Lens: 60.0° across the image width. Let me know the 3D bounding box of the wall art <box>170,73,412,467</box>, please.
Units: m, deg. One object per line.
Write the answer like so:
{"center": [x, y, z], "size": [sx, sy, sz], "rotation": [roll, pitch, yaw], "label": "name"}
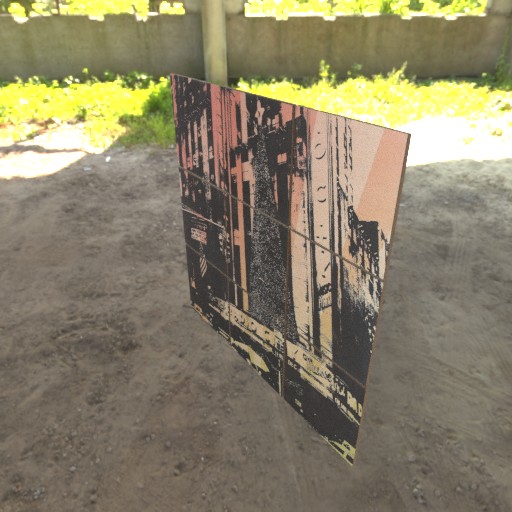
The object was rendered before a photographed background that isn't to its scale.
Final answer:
{"center": [0.000, 0.000, 1.320], "size": [0.010, 0.917, 0.919], "rotation": [-20, 36, -31], "label": "wall art"}
